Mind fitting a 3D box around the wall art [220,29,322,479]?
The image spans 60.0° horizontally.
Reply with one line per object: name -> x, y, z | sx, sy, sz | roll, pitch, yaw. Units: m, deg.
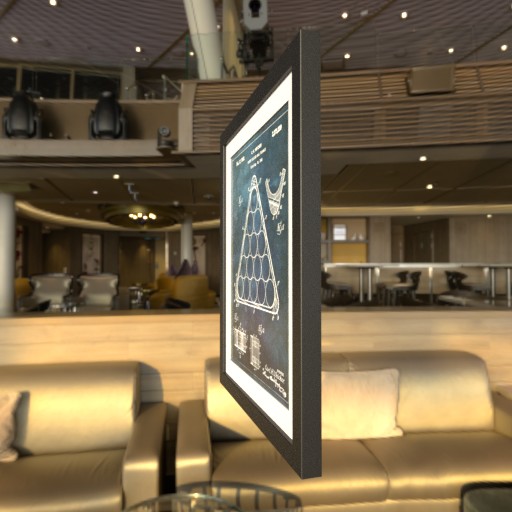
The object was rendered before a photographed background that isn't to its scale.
wall art -> 0.000, 0.000, 0.710 | 0.025, 0.508, 0.432 | 0, -1, -17
